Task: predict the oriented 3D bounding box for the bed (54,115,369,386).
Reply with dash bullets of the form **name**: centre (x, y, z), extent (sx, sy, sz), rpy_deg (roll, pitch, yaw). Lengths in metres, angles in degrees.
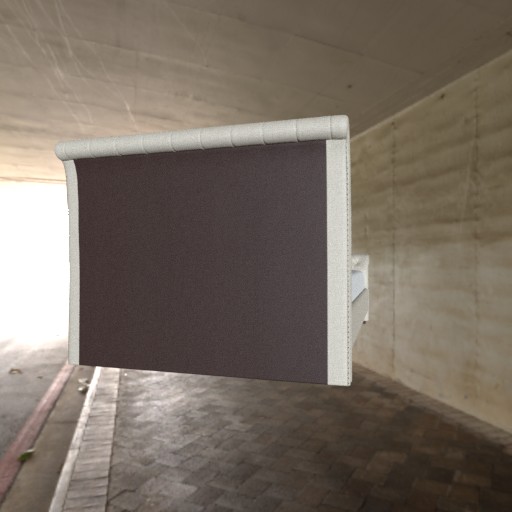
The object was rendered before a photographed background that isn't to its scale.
- **bed**: centre (0.000, 0.000, 3.410), extent (1.606, 1.268, 2.493), rpy_deg (0, -1, 17)
